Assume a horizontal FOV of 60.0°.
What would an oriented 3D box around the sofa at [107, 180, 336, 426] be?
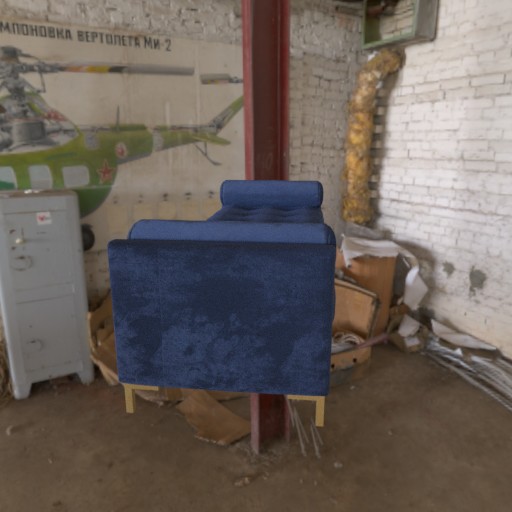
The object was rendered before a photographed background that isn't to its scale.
[{"bbox_3d":[0.000,0.000,2.519,0.796,0.705,2.102,2,15,7],"label":"sofa"}]
